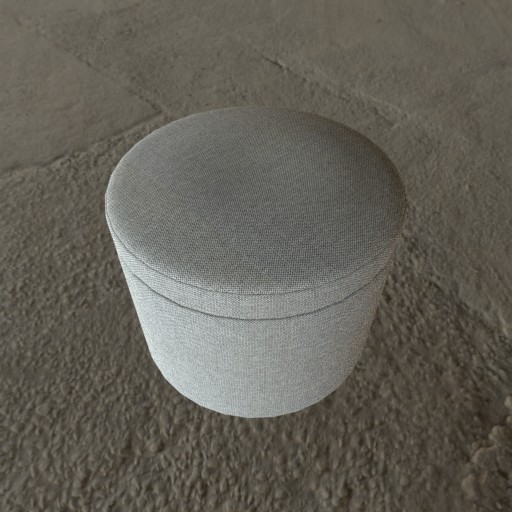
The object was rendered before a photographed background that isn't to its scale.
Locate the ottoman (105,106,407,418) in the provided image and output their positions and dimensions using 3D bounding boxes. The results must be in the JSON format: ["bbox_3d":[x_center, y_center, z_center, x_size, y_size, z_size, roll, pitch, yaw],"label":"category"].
[{"bbox_3d":[0.000,0.000,0.881,0.500,0.419,0.500,0,47,0],"label":"ottoman"}]
